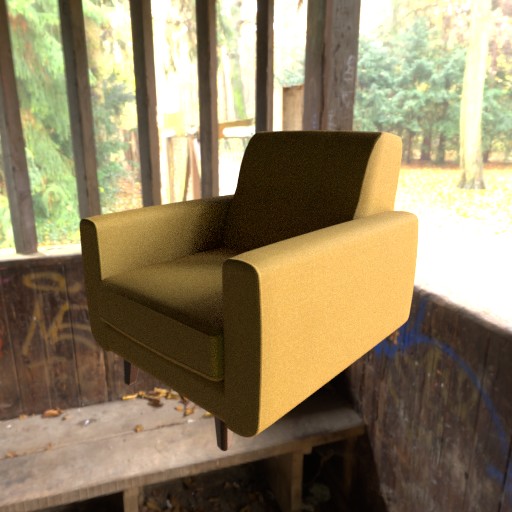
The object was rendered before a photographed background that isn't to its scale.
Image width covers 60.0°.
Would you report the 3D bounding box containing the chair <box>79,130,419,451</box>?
[{"bbox_3d":[0.000,0.000,1.537,0.831,0.841,0.909,14,21,41],"label":"chair"}]
